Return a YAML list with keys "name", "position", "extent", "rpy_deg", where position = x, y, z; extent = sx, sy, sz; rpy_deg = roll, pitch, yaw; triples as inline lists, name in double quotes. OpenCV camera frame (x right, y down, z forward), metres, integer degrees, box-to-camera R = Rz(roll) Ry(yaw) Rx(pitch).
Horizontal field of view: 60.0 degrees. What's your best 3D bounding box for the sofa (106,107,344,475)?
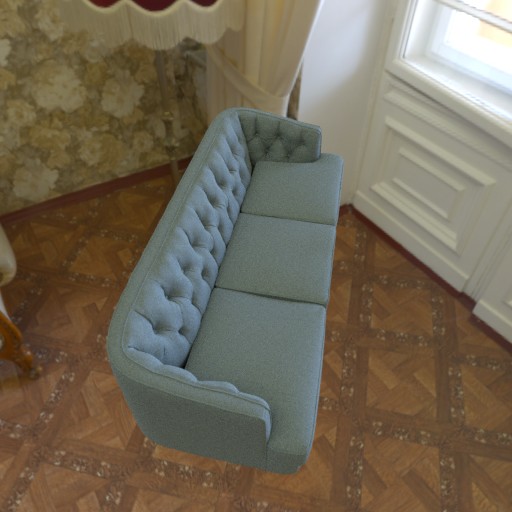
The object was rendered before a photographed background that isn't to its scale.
- name: "sofa"
  position: [0.000, 0.000, 2.704]
  extent: [0.941, 0.855, 2.278]
  rpy_deg: [8, 47, 8]
